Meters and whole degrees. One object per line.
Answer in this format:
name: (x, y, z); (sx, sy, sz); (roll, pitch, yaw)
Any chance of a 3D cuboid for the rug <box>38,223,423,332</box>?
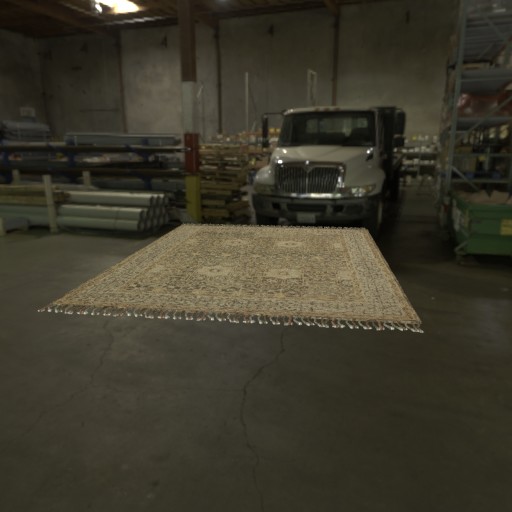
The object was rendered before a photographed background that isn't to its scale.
rug: (0.000, 0.000, 4.291); (2.431, 0.017, 3.291); (2, 14, 7)
